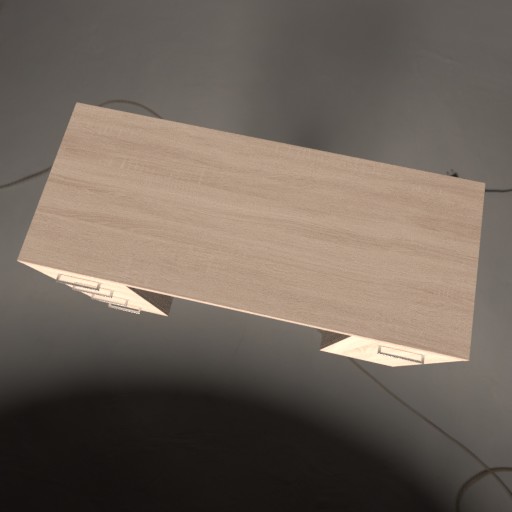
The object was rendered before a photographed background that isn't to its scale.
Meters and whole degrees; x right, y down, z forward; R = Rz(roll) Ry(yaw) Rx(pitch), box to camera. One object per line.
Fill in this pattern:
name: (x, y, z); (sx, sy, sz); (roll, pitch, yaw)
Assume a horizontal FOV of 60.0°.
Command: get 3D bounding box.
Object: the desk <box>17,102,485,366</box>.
desk: (0.000, 0.000, 1.749); (1.390, 0.740, 0.600); (12, 75, 3)
